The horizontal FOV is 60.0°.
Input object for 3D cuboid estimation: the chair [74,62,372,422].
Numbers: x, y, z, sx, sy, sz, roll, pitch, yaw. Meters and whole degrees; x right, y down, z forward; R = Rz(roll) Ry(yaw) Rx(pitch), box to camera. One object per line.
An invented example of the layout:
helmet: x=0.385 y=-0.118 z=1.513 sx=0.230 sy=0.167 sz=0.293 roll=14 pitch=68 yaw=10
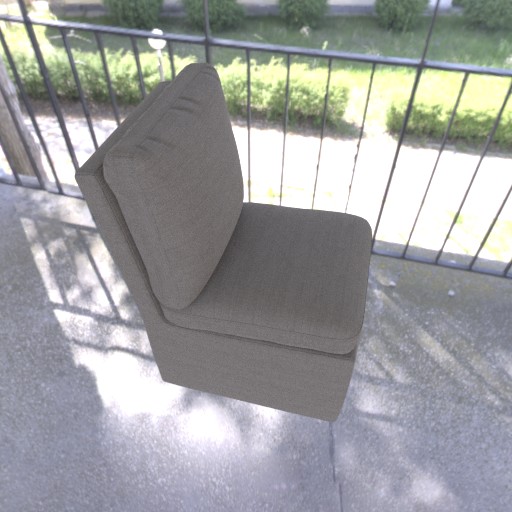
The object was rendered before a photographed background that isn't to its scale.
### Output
chair: x=0.000 y=0.000 z=1.321 sx=0.698 sy=0.927 sz=0.503 roll=10 pitch=46 yaw=10
